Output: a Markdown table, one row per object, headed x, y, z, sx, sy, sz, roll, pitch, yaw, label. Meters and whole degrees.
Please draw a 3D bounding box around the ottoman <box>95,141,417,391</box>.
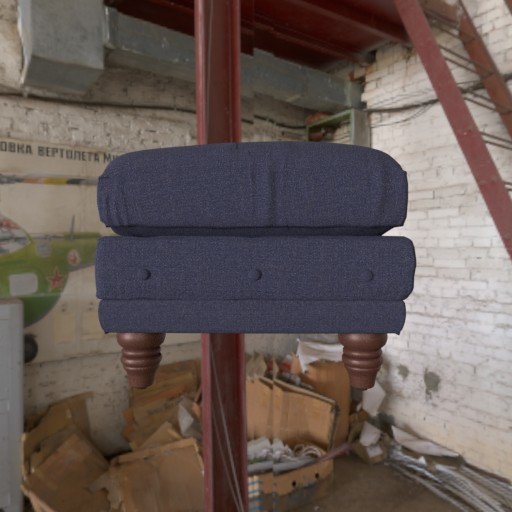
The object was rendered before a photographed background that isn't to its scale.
| x | y | z | sx | sy | sz | roll | pitch | yaw | label |
| --- | --- | --- | --- | --- | --- | --- | --- | --- | --- |
| 0.000 | 0.000 | 1.125 | 0.558 | 0.486 | 0.767 | 0 | 1 | 1 | ottoman |
